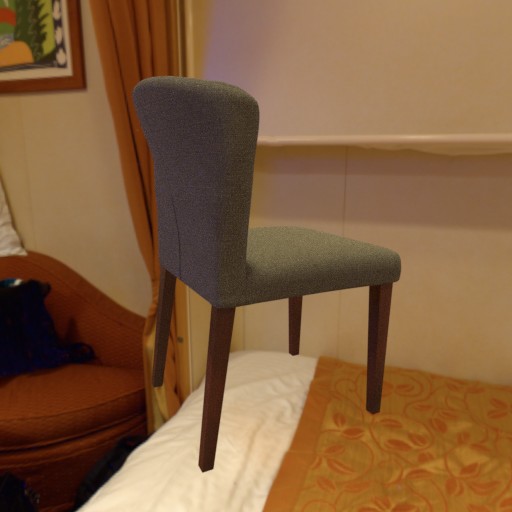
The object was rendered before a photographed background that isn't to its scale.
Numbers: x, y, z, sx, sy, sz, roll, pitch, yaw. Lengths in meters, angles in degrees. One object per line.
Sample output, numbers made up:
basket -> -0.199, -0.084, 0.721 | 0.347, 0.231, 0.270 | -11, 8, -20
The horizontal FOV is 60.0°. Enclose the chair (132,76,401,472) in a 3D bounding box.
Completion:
chair -> 0.000, 0.000, 1.181 | 0.589, 0.839, 0.491 | -6, 14, -26
